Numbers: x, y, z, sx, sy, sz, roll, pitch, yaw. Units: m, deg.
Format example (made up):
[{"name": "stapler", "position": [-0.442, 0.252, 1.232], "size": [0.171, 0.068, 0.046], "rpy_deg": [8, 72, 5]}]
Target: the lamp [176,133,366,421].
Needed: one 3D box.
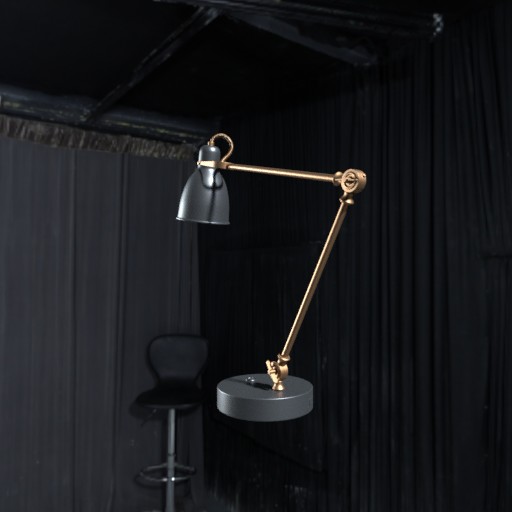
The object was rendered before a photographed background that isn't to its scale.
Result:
[{"name": "lamp", "position": [0.000, 0.000, 0.901], "size": [0.187, 0.587, 0.561], "rpy_deg": [1, -2, -36]}]
